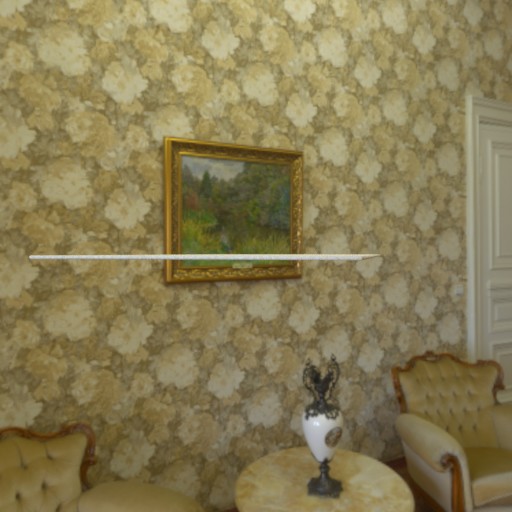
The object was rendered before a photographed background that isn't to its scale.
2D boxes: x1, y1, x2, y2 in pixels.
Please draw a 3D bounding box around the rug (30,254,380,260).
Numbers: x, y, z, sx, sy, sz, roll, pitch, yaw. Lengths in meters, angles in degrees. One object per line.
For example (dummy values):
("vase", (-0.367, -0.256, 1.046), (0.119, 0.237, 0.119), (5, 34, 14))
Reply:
("rug", (0.000, 0.000, 2.365), (1.238, 0.014, 1.848), (0, 0, 17))
